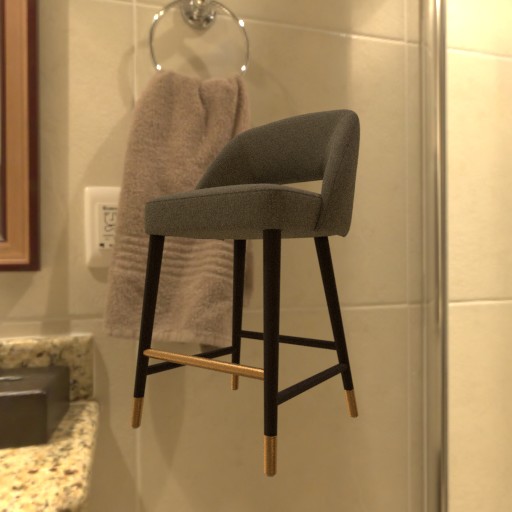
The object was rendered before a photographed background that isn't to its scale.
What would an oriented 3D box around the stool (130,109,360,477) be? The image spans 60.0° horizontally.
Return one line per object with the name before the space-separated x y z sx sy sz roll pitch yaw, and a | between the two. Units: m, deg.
stool | 0.000 0.000 1.265 0.536 0.925 0.524 0 0 36
